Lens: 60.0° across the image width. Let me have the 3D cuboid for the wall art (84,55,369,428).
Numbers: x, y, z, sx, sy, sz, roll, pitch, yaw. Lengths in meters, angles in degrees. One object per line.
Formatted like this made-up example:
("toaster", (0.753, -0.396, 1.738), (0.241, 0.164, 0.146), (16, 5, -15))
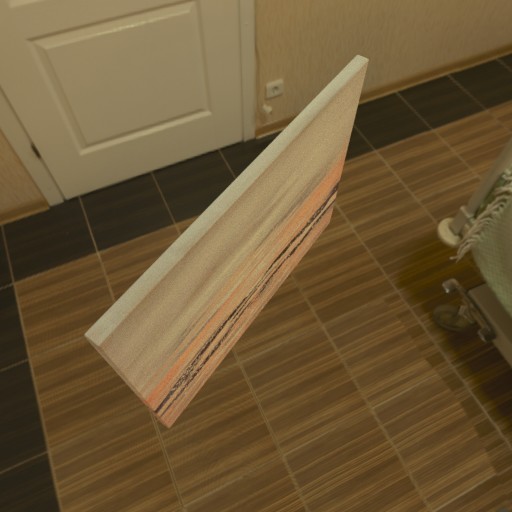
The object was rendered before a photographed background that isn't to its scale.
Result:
("wall art", (0.000, 0.000, 1.331), (0.038, 0.763, 1.015), (31, 63, 18))
